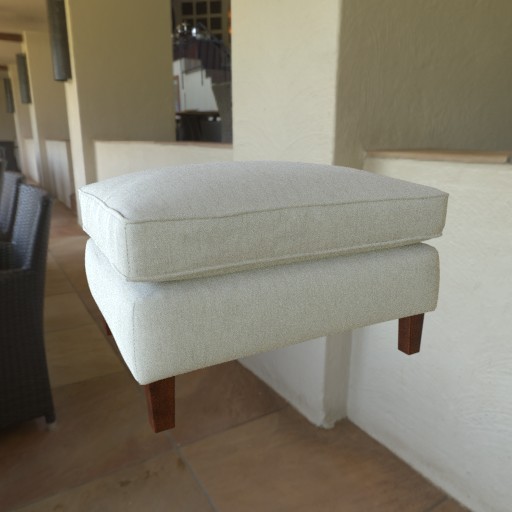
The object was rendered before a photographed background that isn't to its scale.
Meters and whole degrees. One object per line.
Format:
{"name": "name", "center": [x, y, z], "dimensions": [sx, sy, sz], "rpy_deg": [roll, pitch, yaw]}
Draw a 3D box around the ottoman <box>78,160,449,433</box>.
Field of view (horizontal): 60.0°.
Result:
{"name": "ottoman", "center": [0.000, 0.000, 0.969], "dimensions": [0.665, 0.406, 0.501], "rpy_deg": [-8, 17, -27]}
